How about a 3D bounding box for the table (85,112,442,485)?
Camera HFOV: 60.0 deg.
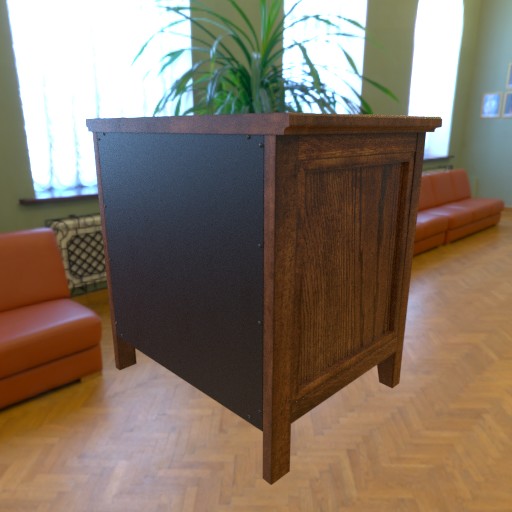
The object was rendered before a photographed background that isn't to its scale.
[{"bbox_3d":[0.000,0.000,0.997,0.461,0.597,0.586,-15,22,-43],"label":"table"}]
